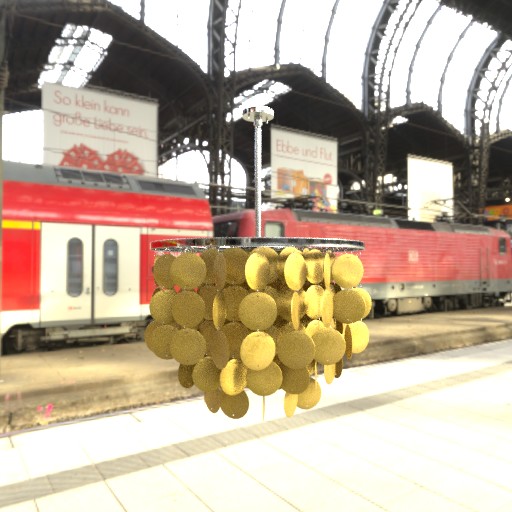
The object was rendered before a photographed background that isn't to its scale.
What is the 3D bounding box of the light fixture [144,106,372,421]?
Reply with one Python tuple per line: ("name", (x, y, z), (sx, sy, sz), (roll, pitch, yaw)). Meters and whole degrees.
("light fixture", (0.000, 0.000, 0.745), (0.368, 0.492, 0.368), (0, -1, 0))
